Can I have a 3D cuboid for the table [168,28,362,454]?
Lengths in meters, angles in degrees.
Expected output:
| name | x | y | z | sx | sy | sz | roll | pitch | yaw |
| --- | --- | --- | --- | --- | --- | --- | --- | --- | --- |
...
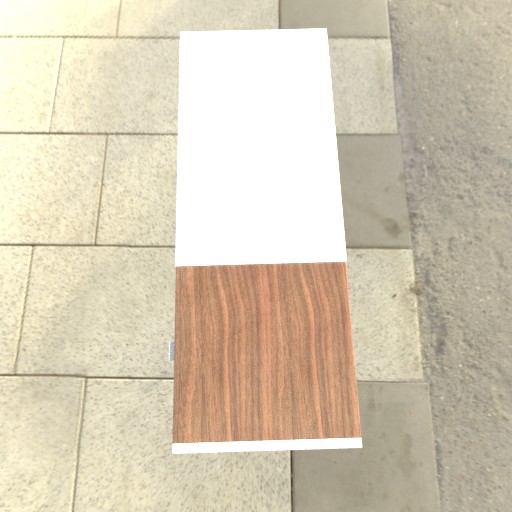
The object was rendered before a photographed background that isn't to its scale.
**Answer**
| name | x | y | z | sx | sy | sz | roll | pitch | yaw |
| --- | --- | --- | --- | --- | --- | --- | --- | --- | --- |
| table | 0.000 | 0.000 | 1.448 | 0.418 | 0.785 | 1.066 | -2 | 74 | 0 |
